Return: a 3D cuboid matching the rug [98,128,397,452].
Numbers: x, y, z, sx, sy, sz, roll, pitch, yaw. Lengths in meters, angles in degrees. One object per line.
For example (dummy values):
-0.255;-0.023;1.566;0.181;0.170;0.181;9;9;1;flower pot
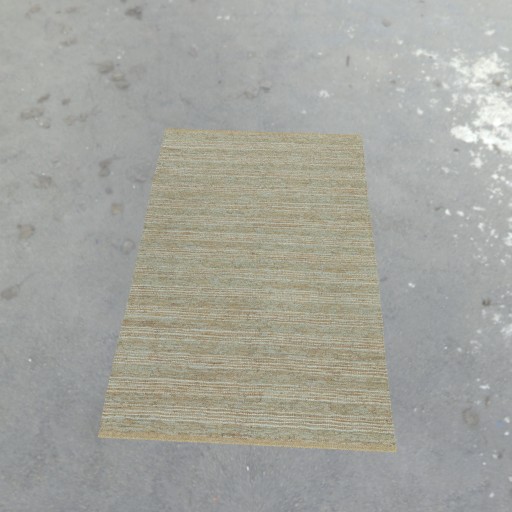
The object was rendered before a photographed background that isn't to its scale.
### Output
0.000;0.000;2.301;1.240;0.010;1.824;2;59;1;rug
